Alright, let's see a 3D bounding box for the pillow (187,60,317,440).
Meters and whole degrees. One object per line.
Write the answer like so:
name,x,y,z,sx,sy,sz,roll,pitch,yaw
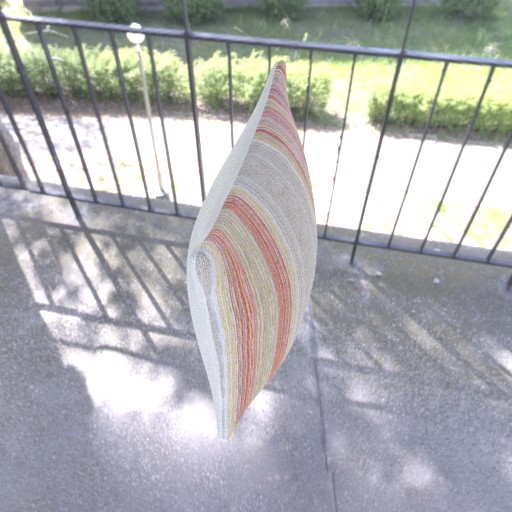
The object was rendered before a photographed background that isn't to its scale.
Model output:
pillow,0.000,0.000,0.704,0.191,0.449,0.451,9,47,8
